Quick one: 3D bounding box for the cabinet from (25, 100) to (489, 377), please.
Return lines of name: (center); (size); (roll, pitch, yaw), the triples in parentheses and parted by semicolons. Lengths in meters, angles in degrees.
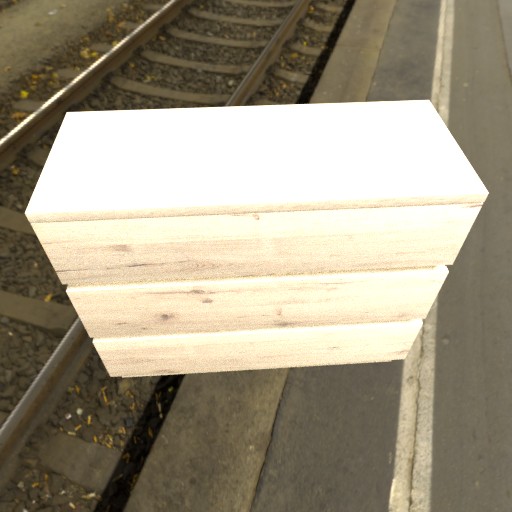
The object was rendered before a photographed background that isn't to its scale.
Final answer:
cabinet: (0.000, 0.000, 1.435); (1.040, 0.820, 0.420); (-3, 48, -3)
